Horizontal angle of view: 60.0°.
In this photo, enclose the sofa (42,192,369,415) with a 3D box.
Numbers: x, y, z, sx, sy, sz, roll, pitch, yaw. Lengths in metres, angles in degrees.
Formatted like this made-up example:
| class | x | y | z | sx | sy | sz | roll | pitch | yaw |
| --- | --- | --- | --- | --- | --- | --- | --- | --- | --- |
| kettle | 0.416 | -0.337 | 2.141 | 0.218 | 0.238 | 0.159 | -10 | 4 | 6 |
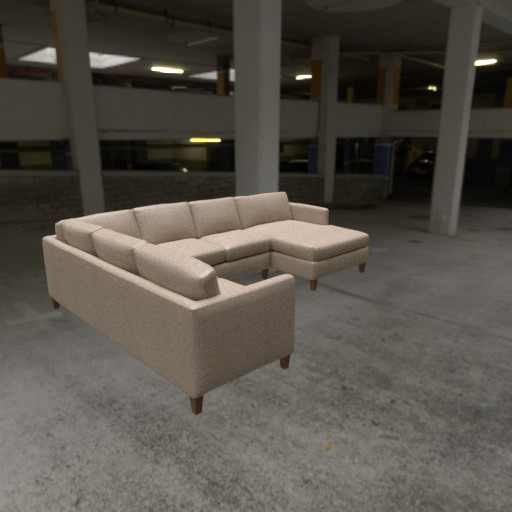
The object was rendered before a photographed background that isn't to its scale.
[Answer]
| class | x | y | z | sx | sy | sz | roll | pitch | yaw |
| --- | --- | --- | --- | --- | --- | --- | --- | --- | --- |
| sofa | 0.000 | 0.000 | 4.681 | 3.460 | 0.961 | 2.594 | -14 | 21 | -42 |
